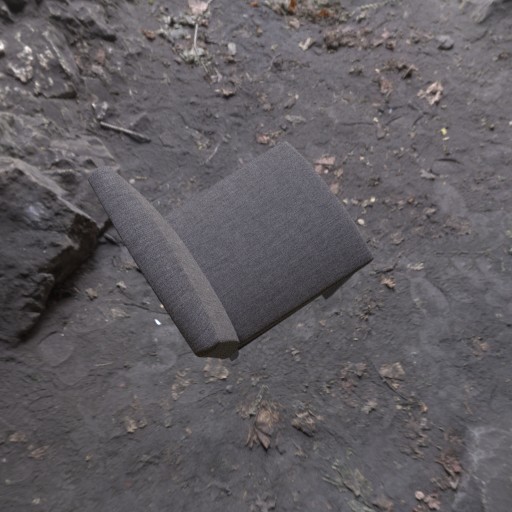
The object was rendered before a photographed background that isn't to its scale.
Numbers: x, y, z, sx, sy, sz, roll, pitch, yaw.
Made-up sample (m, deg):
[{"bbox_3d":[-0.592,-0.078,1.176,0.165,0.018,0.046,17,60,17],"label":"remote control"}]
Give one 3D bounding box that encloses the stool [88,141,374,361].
[{"bbox_3d":[0.000,0.000,1.410,0.552,1.138,0.451,-33,78,-8],"label":"stool"}]
